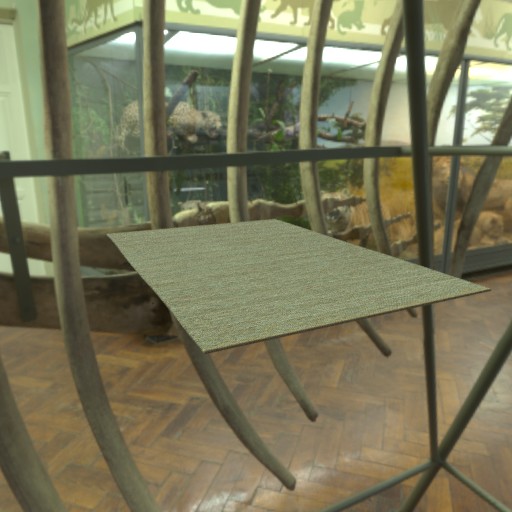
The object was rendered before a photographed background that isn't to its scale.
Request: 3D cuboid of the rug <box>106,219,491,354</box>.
[{"bbox_3d":[0.000,0.000,2.322,1.240,0.010,1.824,-7,16,-26],"label":"rug"}]
